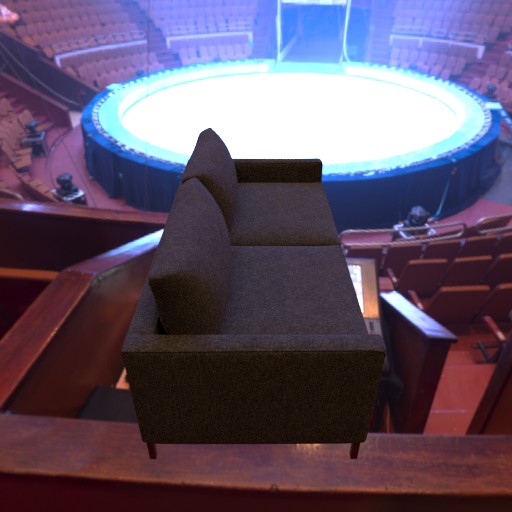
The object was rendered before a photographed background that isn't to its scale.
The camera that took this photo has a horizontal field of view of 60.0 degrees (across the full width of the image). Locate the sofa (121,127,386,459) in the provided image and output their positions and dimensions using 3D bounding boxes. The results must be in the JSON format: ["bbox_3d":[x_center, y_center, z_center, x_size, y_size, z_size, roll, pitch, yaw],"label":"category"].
[{"bbox_3d":[0.000,0.000,2.204,0.866,0.862,1.716,0,33,0],"label":"sofa"}]
